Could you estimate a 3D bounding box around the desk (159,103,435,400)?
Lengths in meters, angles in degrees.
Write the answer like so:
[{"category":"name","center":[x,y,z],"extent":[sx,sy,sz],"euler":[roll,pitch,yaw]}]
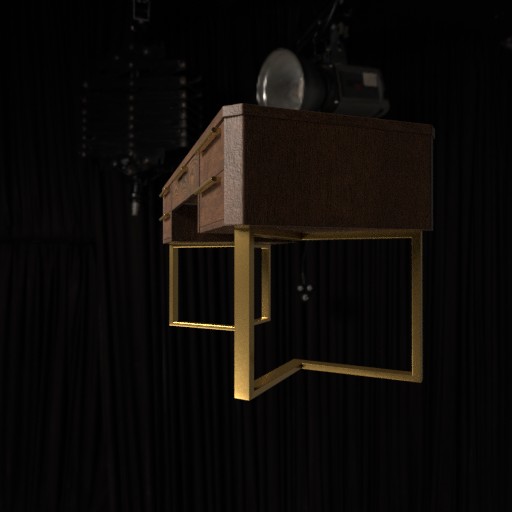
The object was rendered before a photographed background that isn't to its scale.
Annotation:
[{"category":"desk","center":[0.000,0.000,1.908],"extent":[0.684,0.762,1.479],"euler":[0,0,-18]}]
